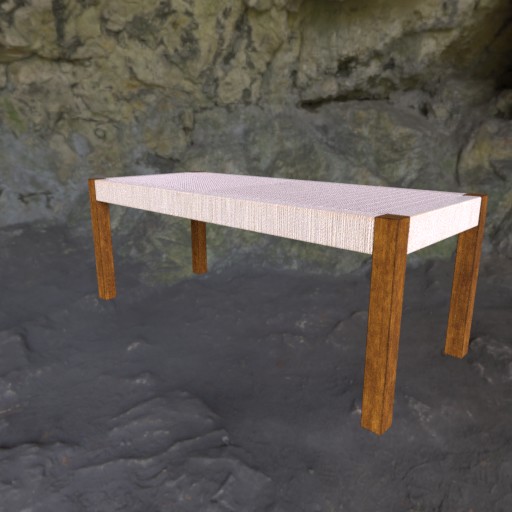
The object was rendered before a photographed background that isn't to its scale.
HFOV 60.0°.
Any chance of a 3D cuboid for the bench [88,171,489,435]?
[{"bbox_3d":[0.000,0.000,1.439,1.198,0.457,0.507,14,20,42],"label":"bench"}]
